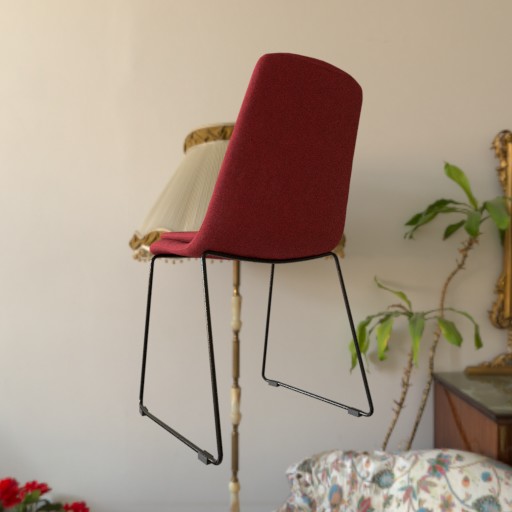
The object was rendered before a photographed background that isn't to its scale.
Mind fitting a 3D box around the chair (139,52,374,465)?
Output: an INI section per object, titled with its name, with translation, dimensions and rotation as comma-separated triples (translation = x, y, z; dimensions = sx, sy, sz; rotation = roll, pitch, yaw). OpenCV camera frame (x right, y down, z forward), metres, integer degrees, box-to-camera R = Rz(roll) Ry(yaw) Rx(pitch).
[chair]
translation = 0.000, 0.000, 1.175
dimensions = 0.479, 0.858, 0.518
rotation = 0, 0, -36
